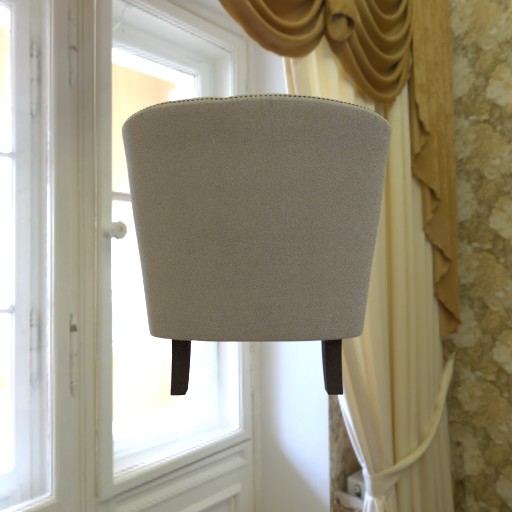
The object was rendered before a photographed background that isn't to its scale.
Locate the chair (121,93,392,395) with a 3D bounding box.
[{"bbox_3d":[0.000,0.000,1.609,0.848,0.868,0.906,0,-1,-1],"label":"chair"}]
